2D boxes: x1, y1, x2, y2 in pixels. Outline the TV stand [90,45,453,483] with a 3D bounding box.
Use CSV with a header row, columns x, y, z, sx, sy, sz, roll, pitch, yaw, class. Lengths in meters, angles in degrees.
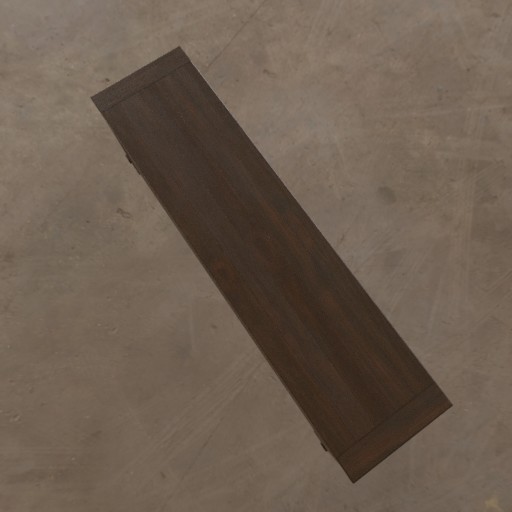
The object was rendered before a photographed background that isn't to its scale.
x,y,z,sx,sy,sz,roll,pitch,yaw,class
0.000,0.000,2.063,0.471,0.615,1.866,-34,78,-8,TV stand
